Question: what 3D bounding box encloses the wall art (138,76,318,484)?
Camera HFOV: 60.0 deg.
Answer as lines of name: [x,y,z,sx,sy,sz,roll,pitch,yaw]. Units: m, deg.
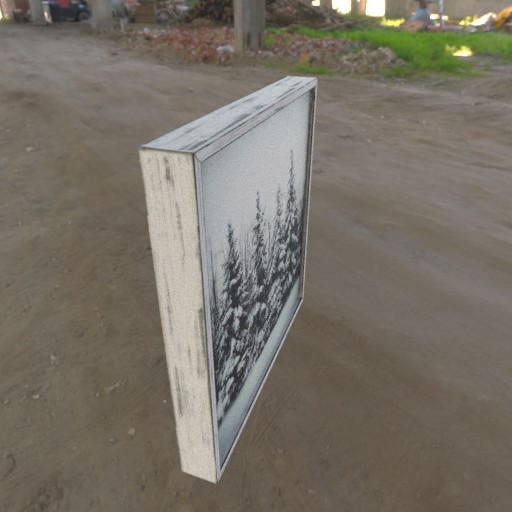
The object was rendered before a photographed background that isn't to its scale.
wall art: [0.000,0.000,0.453,0.036,0.303,0.303,10,31,17]
